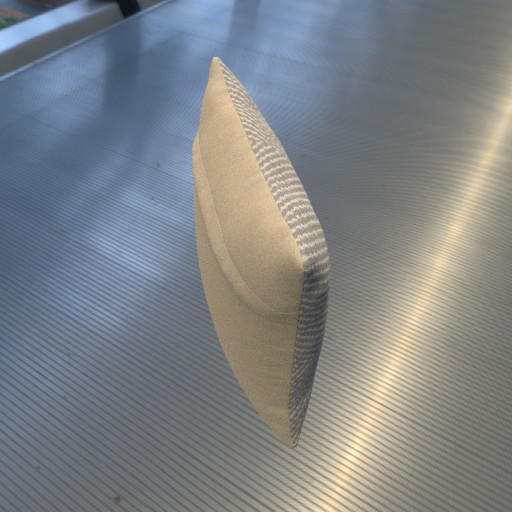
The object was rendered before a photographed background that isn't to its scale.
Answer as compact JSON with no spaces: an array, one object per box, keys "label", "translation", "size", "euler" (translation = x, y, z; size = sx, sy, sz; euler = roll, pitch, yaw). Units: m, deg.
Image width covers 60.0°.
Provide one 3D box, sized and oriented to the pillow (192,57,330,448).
[{"label":"pillow","translation":[0.000,0.000,0.710],"size":[0.181,0.458,0.459],"euler":[-10,47,-9]}]
